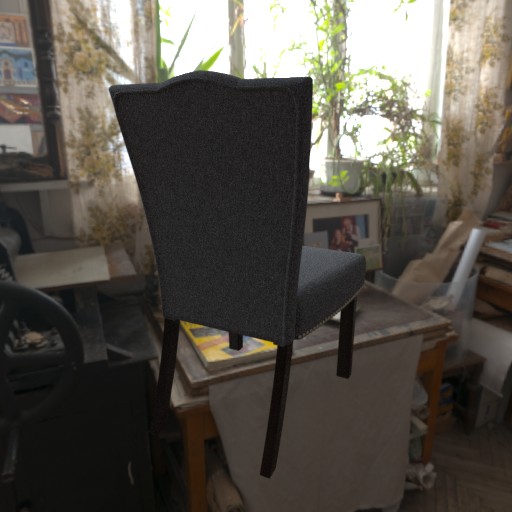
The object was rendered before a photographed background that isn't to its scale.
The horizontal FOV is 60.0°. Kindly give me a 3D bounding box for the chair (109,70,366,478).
[{"bbox_3d":[0.000,0.000,1.278,0.518,0.946,0.589,8,19,26],"label":"chair"}]
